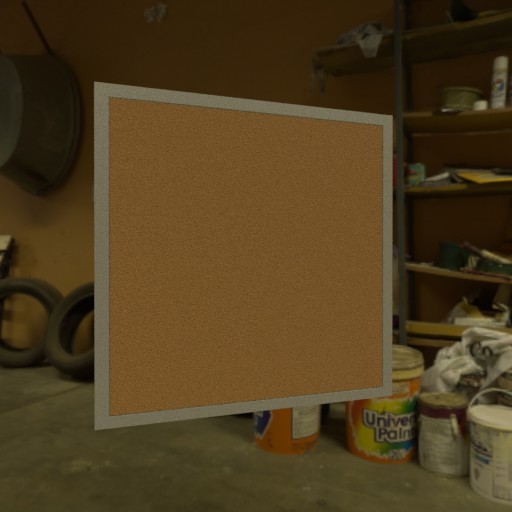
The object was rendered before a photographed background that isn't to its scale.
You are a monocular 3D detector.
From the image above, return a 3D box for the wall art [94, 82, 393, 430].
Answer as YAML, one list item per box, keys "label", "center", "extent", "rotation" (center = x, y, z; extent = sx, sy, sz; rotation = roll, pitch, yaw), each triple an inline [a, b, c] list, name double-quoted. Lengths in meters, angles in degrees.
- label: "wall art"
  center: [0.000, 0.000, 0.740]
  extent: [0.506, 0.506, 0.038]
  rotation: [0, 0, -18]
